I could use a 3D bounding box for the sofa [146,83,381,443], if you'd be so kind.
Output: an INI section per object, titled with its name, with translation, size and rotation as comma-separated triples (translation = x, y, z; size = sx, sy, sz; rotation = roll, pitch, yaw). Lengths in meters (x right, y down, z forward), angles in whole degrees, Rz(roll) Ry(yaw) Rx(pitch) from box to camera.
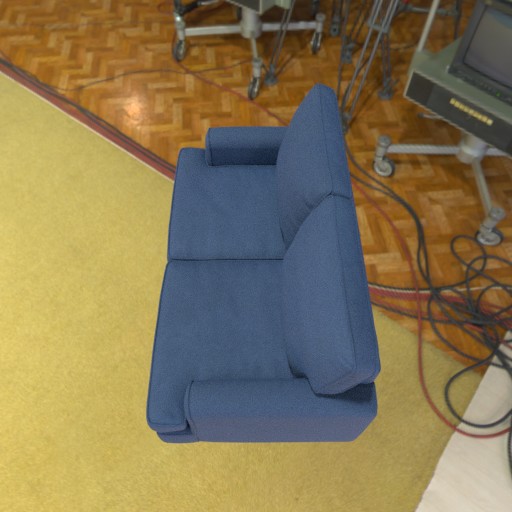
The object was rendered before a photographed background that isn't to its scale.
[sofa]
translation = 0.000, 0.000, 2.231
size = 0.965, 0.965, 1.651
rotation = 0, 57, 0
